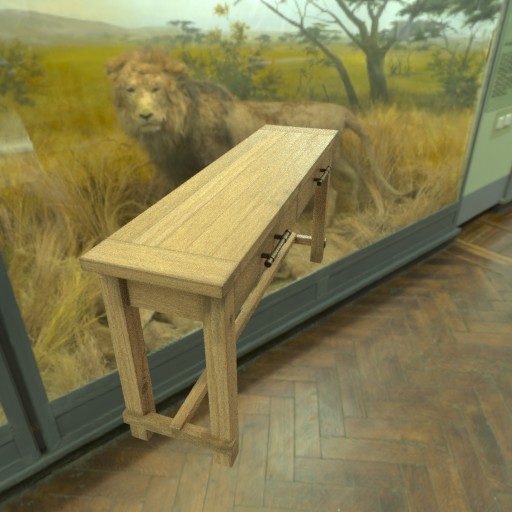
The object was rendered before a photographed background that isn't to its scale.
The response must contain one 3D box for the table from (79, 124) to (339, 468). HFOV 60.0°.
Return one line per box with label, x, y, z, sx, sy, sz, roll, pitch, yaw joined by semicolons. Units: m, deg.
table;0.000;0.000;1.954;0.442;0.762;1.599;10;31;17
